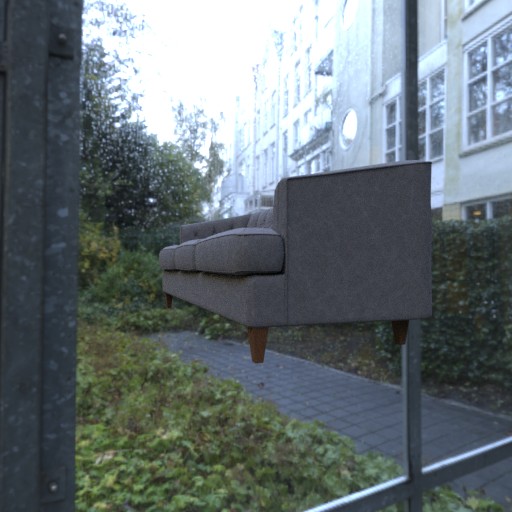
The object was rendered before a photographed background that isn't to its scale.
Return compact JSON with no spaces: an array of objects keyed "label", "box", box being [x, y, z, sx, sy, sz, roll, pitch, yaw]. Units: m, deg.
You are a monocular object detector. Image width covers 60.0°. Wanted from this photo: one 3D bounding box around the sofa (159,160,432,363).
[{"label":"sofa","box":[0.000,0.000,2.724,0.917,0.806,2.247,0,-1,-20]}]
